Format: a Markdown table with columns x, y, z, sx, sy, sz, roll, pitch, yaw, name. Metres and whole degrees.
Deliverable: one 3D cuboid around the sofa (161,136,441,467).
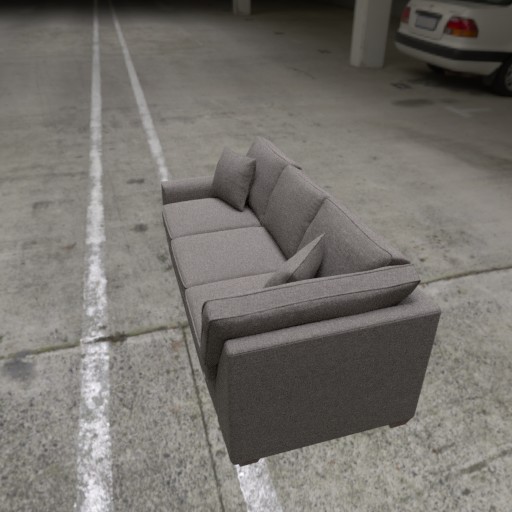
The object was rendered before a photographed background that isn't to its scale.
| x | y | z | sx | sy | sz | roll | pitch | yaw | name |
| --- | --- | --- | --- | --- | --- | --- | --- | --- | --- |
| 0.000 | 0.000 | 2.917 | 1.061 | 0.962 | 2.317 | -9 | 31 | -15 | sofa |
